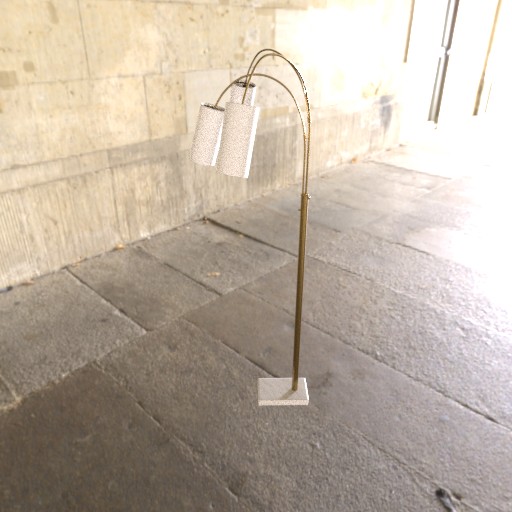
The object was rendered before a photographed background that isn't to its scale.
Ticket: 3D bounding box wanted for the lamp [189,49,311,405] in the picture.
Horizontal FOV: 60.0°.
[{"bbox_3d":[0.000,0.000,2.444,0.667,2.055,1.020,0,27,-1],"label":"lamp"}]
